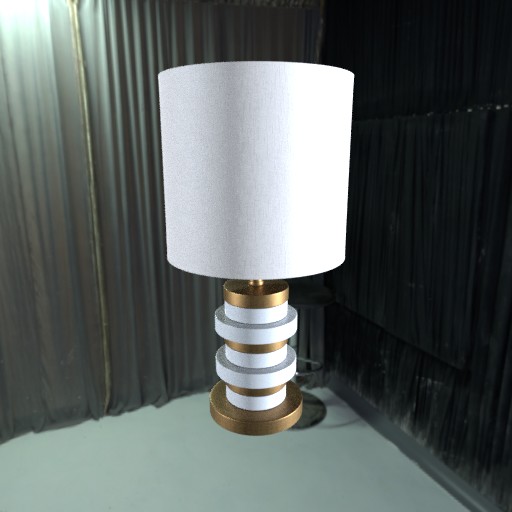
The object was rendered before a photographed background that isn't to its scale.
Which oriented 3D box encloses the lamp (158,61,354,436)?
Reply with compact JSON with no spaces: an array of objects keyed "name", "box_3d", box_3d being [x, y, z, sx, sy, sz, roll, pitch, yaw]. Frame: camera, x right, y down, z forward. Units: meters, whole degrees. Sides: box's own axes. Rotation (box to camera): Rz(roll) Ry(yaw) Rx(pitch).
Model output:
[{"name":"lamp","box_3d":[0.000,0.000,0.534,0.210,0.410,0.210,-8,16,-28]}]
